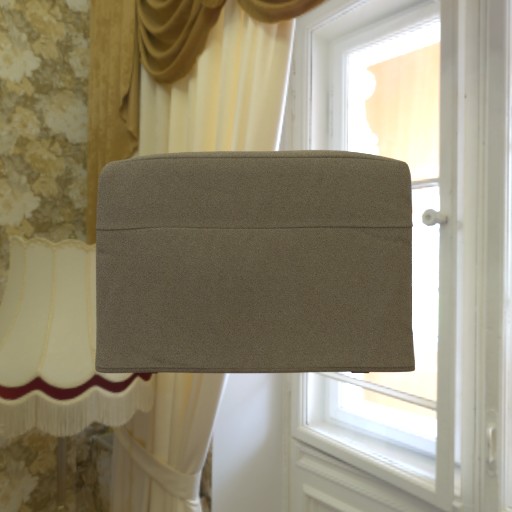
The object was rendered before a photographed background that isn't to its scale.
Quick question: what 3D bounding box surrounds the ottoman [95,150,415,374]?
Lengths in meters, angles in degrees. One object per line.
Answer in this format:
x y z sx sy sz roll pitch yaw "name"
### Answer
0.000 0.000 1.195 0.590 0.444 0.872 0 1 0 "ottoman"
